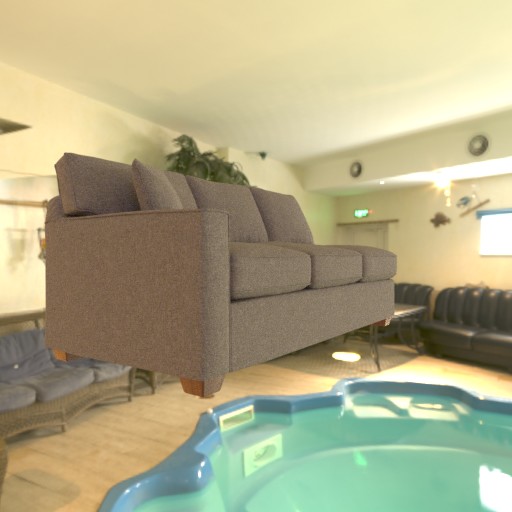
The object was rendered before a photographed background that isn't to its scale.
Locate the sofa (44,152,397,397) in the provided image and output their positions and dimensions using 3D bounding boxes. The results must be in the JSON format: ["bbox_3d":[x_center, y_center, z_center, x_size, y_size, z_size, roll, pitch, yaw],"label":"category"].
[{"bbox_3d":[0.000,0.000,2.536,1.034,0.946,1.963,0,1,36],"label":"sofa"}]
